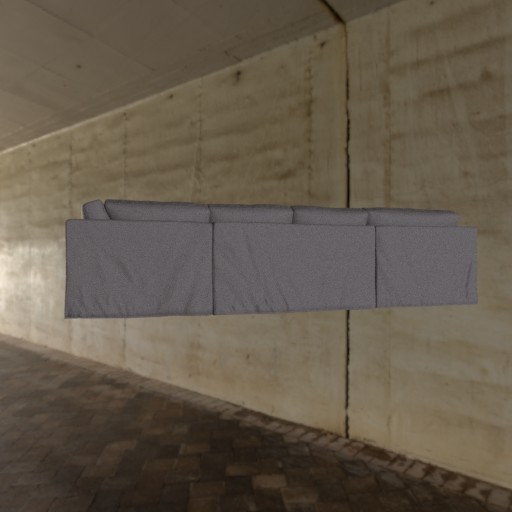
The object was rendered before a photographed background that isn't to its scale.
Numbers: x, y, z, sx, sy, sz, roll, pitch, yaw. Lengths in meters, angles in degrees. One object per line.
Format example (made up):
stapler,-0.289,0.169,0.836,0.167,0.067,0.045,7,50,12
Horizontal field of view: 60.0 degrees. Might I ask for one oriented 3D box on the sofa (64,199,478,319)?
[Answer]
sofa,0.000,0.000,4.658,3.528,0.878,2.476,0,0,-17
